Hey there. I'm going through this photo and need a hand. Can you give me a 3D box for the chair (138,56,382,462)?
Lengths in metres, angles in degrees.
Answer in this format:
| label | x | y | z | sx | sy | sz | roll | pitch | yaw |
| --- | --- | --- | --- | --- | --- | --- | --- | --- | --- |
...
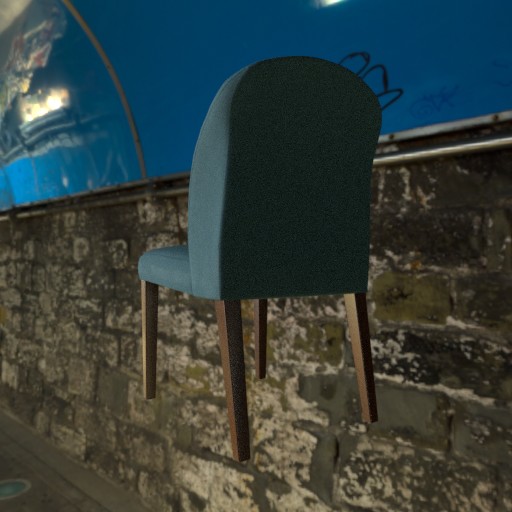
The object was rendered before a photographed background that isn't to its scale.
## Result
| label | x | y | z | sx | sy | sz | roll | pitch | yaw |
| --- | --- | --- | --- | --- | --- | --- | --- | --- | --- |
| chair | 0.000 | 0.000 | 1.256 | 0.507 | 0.879 | 0.620 | 1 | -1 | -34 |
